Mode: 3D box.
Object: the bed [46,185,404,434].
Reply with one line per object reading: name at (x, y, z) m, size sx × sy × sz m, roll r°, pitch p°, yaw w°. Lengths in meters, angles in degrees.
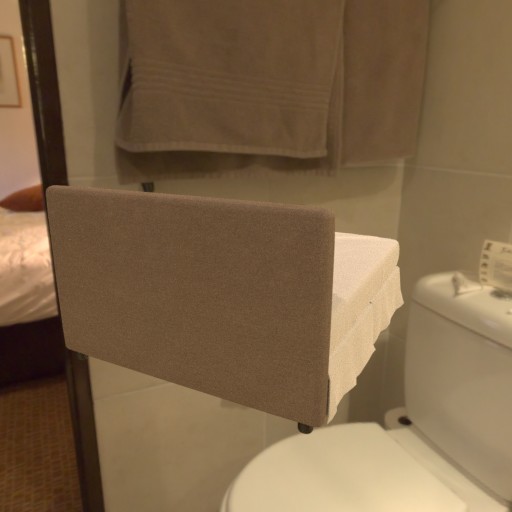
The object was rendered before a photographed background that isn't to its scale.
bed at (0.000, 0.000, 3.718) m, size 2.119 × 1.317 × 2.341 m, roll 8°, pitch 18°, yaw 26°
